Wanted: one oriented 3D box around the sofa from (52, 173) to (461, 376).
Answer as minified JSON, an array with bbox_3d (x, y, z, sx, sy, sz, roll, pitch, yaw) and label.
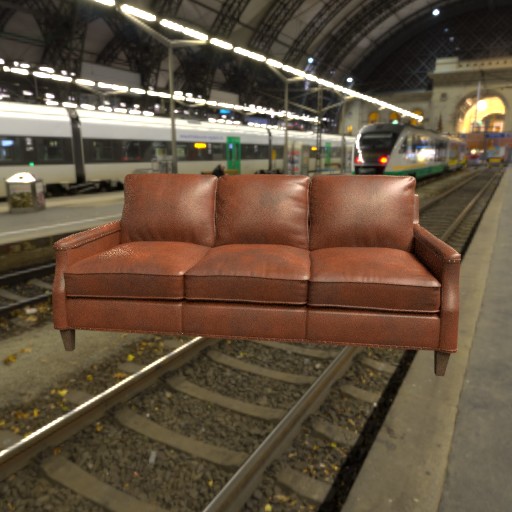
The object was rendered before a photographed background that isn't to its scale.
[{"bbox_3d":[0.000,0.000,2.840,2.240,1.003,1.084,2,13,8],"label":"sofa"}]
